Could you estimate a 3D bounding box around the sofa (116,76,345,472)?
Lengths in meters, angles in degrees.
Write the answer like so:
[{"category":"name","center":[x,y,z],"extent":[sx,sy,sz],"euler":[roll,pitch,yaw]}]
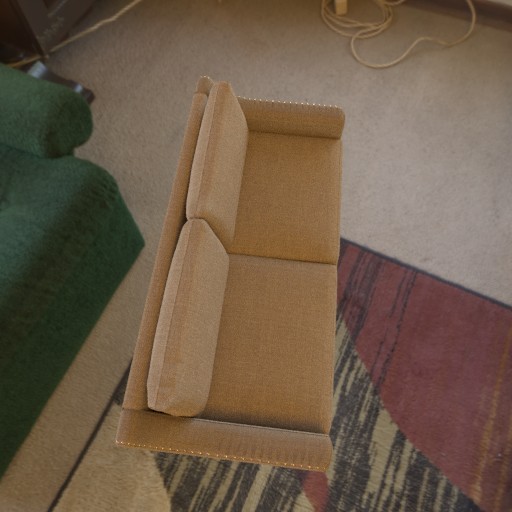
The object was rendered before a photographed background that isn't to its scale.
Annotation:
[{"category":"sofa","center":[0.000,0.000,2.620],"extent":[1.000,0.857,2.208],"euler":[6,65,3]}]
